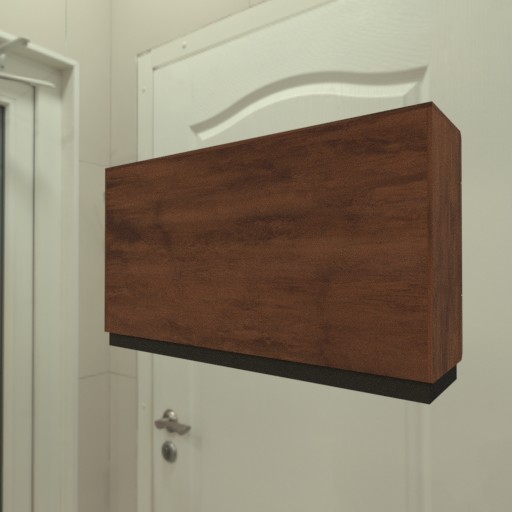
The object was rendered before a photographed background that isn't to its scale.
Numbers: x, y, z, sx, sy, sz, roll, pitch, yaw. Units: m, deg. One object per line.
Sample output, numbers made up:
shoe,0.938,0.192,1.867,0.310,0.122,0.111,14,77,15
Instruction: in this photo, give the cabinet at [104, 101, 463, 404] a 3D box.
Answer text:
cabinet,0.000,0.000,1.947,1.600,0.900,0.420,0,-1,36
